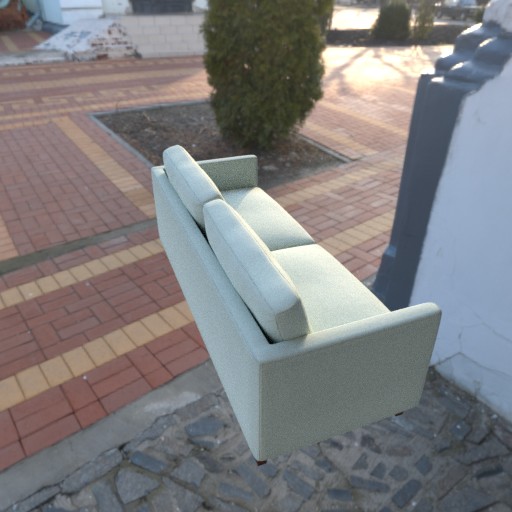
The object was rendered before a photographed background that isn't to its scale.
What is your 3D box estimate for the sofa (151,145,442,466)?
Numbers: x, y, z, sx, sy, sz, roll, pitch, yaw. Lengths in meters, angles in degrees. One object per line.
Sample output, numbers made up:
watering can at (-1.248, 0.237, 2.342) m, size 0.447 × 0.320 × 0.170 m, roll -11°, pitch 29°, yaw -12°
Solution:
sofa at (0.000, 0.000, 2.967) m, size 0.948 × 0.965 × 2.434 m, roll -11°, pitch 33°, yaw -18°
